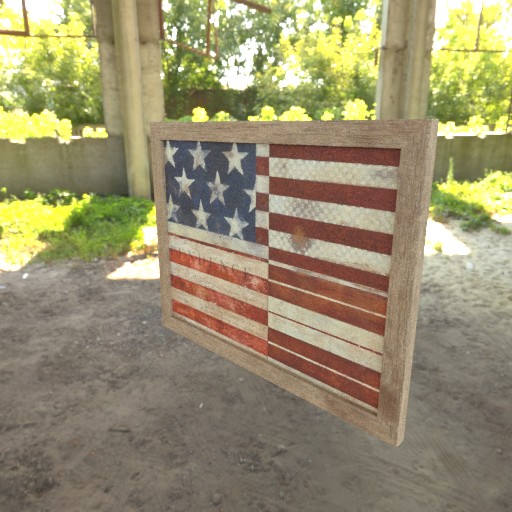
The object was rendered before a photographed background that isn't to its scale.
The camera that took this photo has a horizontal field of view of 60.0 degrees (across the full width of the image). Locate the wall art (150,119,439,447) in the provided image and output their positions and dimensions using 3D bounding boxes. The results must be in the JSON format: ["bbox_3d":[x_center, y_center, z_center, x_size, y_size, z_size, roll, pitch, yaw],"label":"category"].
[{"bbox_3d":[0.000,0.000,0.917,0.690,0.535,0.026,15,22,42],"label":"wall art"}]
